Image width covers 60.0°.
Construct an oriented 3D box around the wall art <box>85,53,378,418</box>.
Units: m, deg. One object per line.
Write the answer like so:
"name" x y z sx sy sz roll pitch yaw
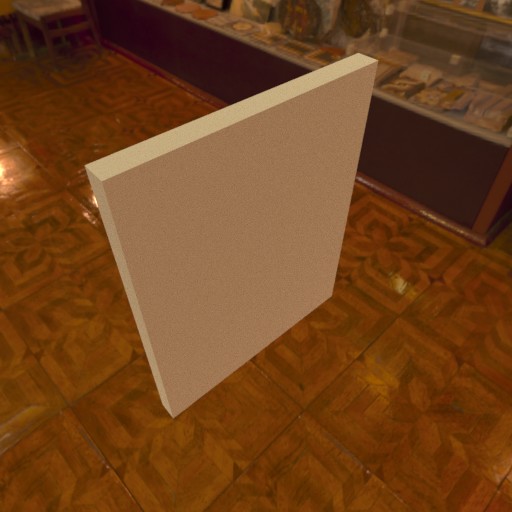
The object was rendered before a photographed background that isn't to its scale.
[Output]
"wall art" 0.000 0.000 0.761 0.451 0.553 0.039 -32 54 -28
